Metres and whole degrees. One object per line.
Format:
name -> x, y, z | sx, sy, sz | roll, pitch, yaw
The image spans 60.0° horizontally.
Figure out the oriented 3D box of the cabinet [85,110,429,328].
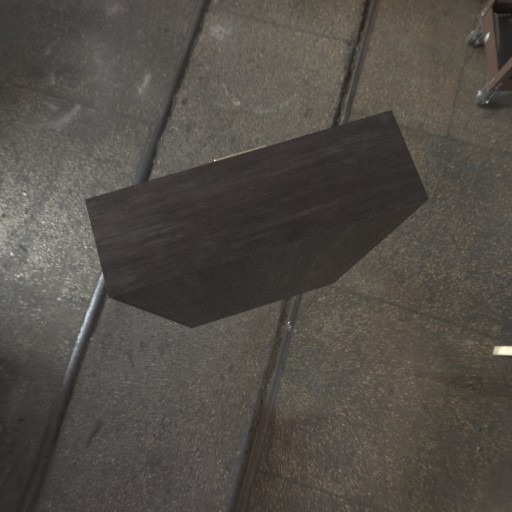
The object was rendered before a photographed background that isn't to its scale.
cabinet -> 0.000, 0.000, 1.637 | 0.750, 1.280, 0.250 | -17, 78, -4
